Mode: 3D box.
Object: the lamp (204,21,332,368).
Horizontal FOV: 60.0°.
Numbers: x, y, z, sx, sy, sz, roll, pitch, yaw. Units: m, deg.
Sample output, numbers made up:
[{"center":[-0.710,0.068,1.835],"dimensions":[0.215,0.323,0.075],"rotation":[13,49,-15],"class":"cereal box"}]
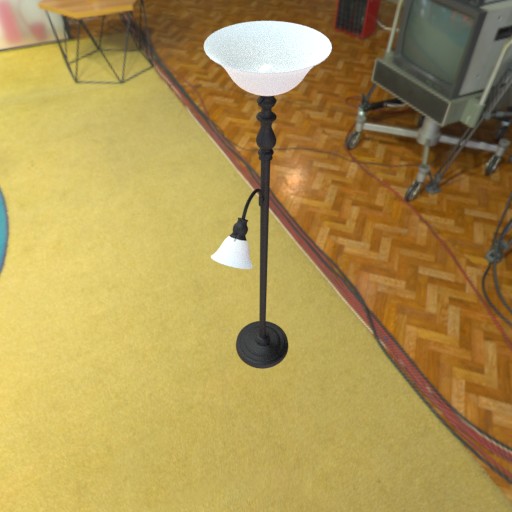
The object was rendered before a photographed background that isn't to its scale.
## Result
[{"center":[0.000,0.000,2.007],"dimensions":[0.405,1.793,0.588],"rotation":[18,50,16],"class":"lamp"}]
